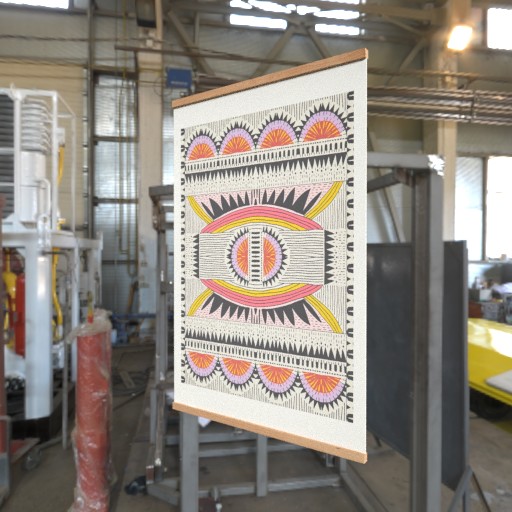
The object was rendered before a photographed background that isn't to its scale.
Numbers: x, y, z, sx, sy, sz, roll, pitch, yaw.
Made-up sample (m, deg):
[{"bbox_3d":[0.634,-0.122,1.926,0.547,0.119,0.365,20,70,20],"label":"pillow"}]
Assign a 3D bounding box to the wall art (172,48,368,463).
[{"bbox_3d":[0.000,0.000,1.931,0.999,1.533,0.028,0,1,35],"label":"wall art"}]
